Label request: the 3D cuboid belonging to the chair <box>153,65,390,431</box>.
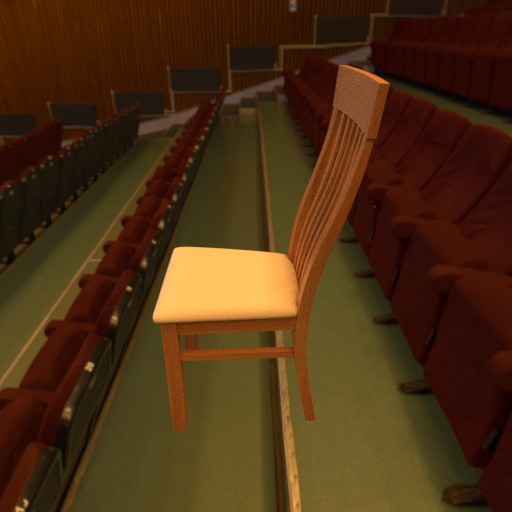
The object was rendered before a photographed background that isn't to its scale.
[{"bbox_3d":[0.000,0.000,1.368,0.580,1.050,0.450,-1,28,-1],"label":"chair"}]
